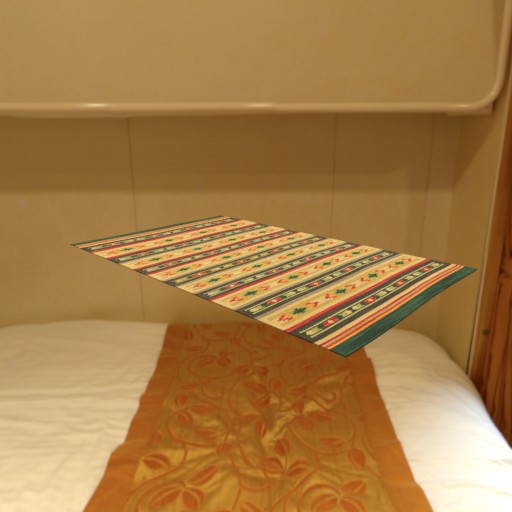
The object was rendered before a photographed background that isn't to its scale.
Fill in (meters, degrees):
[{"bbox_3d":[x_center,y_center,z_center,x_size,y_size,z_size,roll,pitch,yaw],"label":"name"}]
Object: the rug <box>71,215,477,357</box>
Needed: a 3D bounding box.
[{"bbox_3d":[0.000,0.000,3.080,2.447,0.011,1.520,15,23,42],"label":"rug"}]
